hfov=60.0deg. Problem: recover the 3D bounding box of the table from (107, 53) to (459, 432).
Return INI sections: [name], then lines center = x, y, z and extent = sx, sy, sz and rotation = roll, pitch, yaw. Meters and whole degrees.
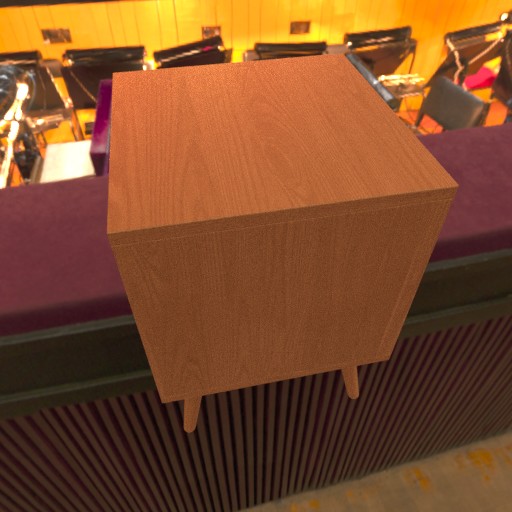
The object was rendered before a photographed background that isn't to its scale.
[table]
center = 0.000, 0.000, 0.821
extent = 0.400, 0.550, 0.400
rotation = -9, 46, -8
